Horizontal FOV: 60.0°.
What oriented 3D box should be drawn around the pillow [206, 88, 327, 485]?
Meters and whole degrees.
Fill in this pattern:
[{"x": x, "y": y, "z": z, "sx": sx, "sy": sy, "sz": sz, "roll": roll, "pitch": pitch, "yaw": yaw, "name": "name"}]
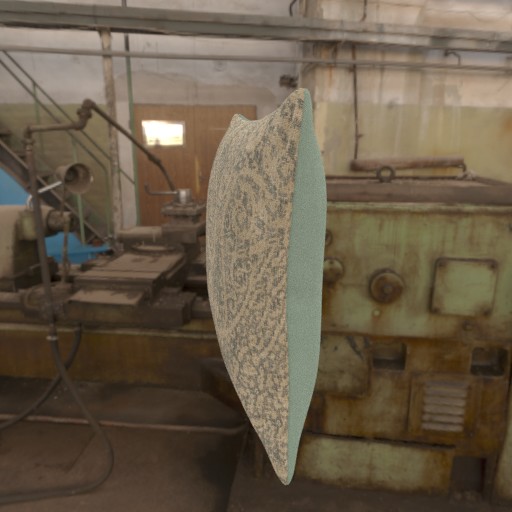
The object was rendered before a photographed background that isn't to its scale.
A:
[{"x": 0.000, "y": 0.000, "z": 0.784, "sx": 0.166, "sy": 0.507, "sz": 0.526, "roll": -3, "pitch": 15, "yaw": -10, "name": "pillow"}]
